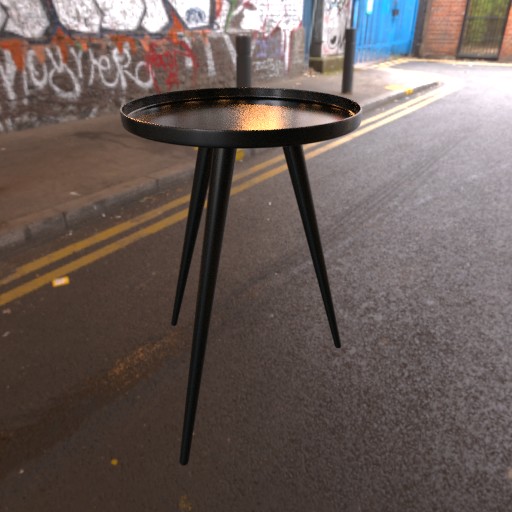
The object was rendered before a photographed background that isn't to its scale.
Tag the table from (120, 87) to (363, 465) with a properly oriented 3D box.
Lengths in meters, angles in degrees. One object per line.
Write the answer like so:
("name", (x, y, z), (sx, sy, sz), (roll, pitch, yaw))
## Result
("table", (0.000, 0.000, 0.829), (0.415, 0.548, 0.403), (-7, 29, -13))
